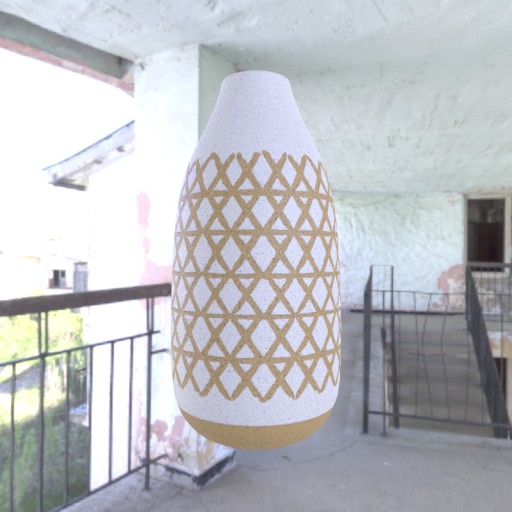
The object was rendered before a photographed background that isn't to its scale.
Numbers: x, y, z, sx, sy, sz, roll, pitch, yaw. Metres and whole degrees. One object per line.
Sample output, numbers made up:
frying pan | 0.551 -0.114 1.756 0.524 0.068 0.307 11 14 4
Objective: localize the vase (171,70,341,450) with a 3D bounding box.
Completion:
vase | 0.000 0.000 0.491 0.186 0.380 0.186 0 1 0
